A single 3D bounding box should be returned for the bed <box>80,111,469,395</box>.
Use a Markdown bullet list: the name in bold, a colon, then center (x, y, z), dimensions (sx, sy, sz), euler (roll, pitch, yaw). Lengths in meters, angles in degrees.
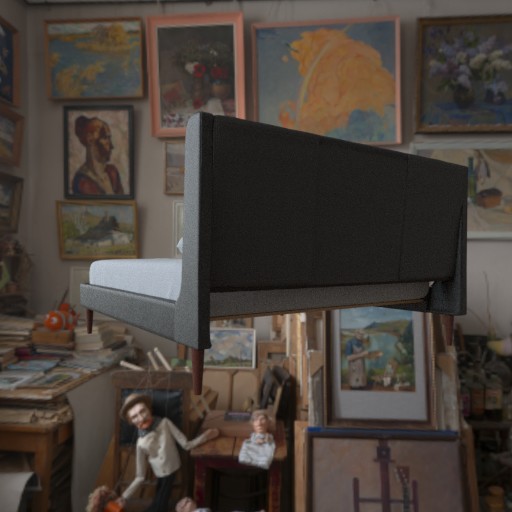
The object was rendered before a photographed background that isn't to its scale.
- **bed**: center (0.000, 0.000, 3.100), dimensions (1.903, 1.158, 2.031), euler (0, 0, -34)
